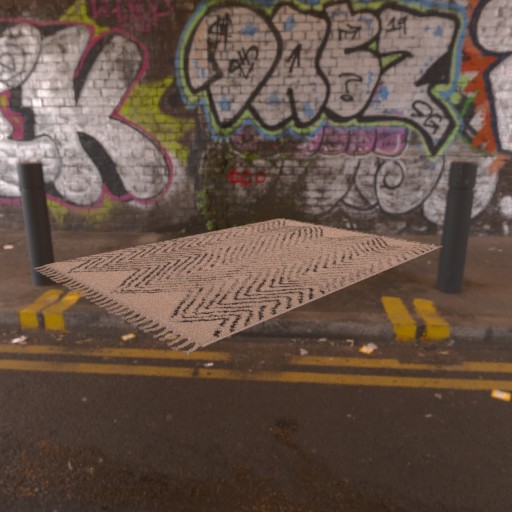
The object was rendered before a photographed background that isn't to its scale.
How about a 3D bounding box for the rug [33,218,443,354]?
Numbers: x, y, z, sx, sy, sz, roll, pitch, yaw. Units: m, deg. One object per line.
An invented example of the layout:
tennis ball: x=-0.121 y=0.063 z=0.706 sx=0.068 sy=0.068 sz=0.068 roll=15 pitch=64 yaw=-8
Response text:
rug: x=0.000 y=0.000 z=2.343 sx=1.230 sy=0.014 sz=1.847 roll=15 pitch=21 yaw=43
